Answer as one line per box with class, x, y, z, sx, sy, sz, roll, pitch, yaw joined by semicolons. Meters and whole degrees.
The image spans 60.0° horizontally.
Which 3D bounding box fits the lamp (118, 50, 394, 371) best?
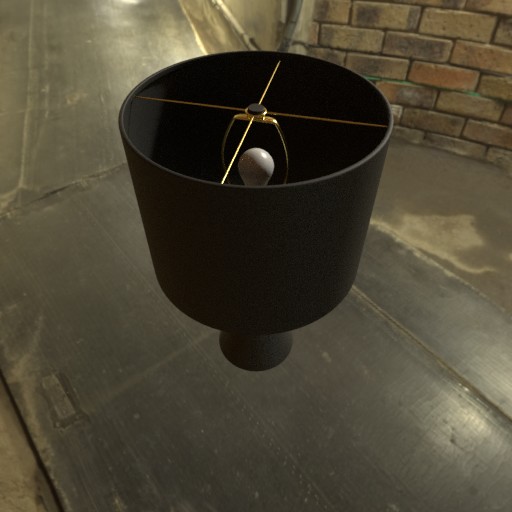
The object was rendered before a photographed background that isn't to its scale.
lamp;0.000;0.000;0.800;0.359;0.584;0.359;10;47;9
